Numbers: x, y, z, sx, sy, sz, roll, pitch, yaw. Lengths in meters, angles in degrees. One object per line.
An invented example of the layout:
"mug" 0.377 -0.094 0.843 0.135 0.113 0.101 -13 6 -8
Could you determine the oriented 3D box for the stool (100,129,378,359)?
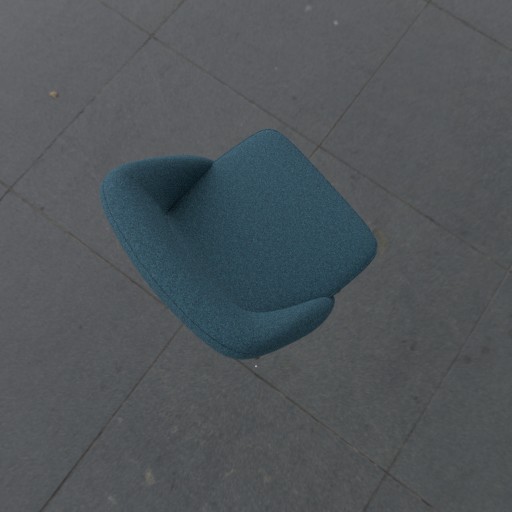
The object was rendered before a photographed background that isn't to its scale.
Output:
"stool" 0.000 0.000 1.312 0.522 1.032 0.536 -38 79 -9
